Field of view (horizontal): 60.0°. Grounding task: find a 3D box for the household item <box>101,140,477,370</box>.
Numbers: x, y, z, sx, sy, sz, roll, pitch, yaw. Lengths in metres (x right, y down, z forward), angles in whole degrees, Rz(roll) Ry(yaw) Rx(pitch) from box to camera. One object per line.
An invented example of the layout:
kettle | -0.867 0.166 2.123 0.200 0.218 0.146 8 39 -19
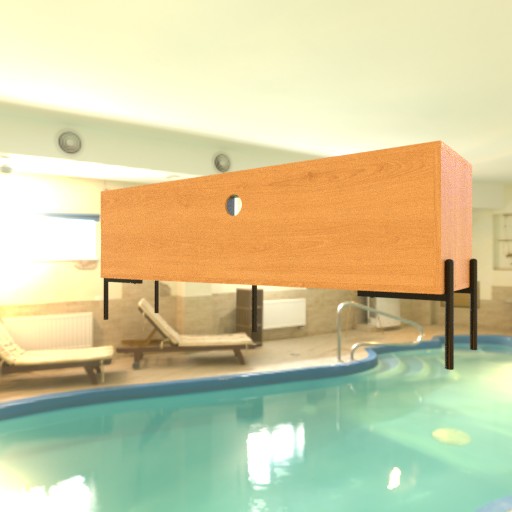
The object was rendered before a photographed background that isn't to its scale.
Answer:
household item | 0.000 0.000 1.765 1.550 0.600 0.400 0 0 37
